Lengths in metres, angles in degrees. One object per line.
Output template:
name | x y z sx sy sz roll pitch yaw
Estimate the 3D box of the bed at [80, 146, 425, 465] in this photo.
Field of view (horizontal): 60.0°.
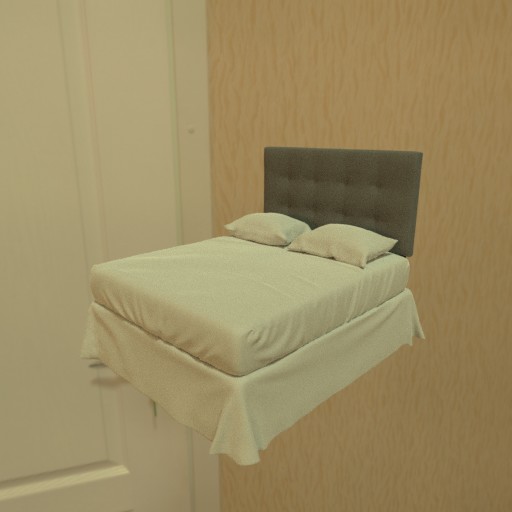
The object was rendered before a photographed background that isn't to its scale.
bed | 0.000 0.000 3.459 1.936 1.577 2.222 15 22 42
